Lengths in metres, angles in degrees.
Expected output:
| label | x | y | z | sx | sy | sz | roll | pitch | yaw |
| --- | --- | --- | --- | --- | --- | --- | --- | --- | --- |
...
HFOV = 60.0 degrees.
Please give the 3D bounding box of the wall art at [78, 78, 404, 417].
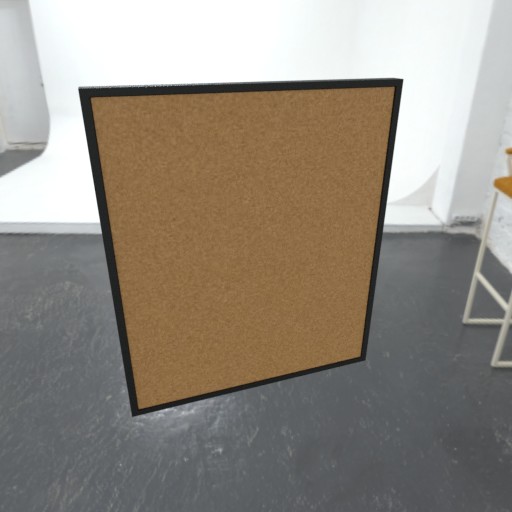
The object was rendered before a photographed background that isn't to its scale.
| label | x | y | z | sx | sy | sz | roll | pitch | yaw |
| --- | --- | --- | --- | --- | --- | --- | --- | --- | --- |
| wall art | 0.000 | 0.000 | 0.521 | 0.330 | 0.381 | 0.019 | -9 | 27 | -17 |
